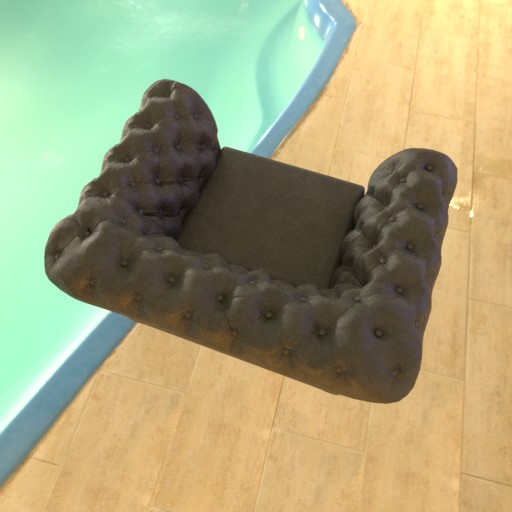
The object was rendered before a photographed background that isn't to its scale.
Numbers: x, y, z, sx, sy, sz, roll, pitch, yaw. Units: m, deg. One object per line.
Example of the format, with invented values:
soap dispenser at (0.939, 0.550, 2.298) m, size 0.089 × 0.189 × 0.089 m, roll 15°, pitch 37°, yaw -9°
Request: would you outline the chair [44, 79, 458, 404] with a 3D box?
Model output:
chair at (0.000, 0.000, 1.814) m, size 1.298 × 0.780 × 0.943 m, roll 18°, pitch 64°, yaw 9°
